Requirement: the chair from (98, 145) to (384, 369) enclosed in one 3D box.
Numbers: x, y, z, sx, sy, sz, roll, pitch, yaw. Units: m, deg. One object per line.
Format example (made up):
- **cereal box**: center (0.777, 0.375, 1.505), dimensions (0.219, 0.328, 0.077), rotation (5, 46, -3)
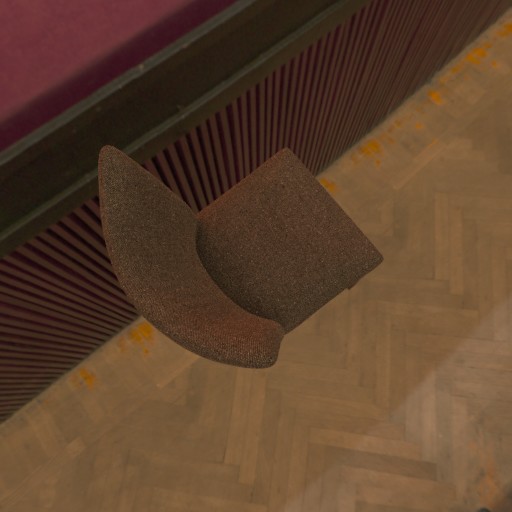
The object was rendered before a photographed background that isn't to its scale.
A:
- **chair**: center (0.000, 0.000, 1.286), dimensions (0.623, 0.924, 0.535), rotation (-37, 78, -9)
